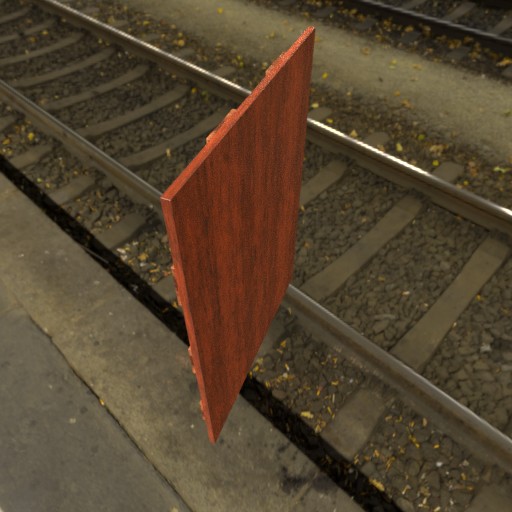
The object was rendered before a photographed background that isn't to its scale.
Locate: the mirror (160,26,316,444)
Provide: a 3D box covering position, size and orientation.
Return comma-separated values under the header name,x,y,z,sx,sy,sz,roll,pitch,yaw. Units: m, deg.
name,x,y,z,sx,sy,sz,roll,pitch,yaw
mirror,0.000,0.000,1.027,0.021,0.805,0.600,17,49,15
